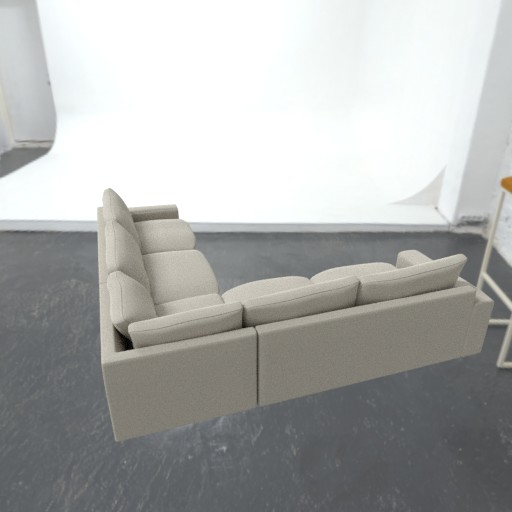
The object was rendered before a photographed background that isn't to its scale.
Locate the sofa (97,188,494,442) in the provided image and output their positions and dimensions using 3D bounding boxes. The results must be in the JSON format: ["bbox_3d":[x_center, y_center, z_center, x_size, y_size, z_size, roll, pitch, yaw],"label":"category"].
[{"bbox_3d":[0.000,0.000,4.600,3.066,0.918,3.206,-8,27,-16],"label":"sofa"}]
